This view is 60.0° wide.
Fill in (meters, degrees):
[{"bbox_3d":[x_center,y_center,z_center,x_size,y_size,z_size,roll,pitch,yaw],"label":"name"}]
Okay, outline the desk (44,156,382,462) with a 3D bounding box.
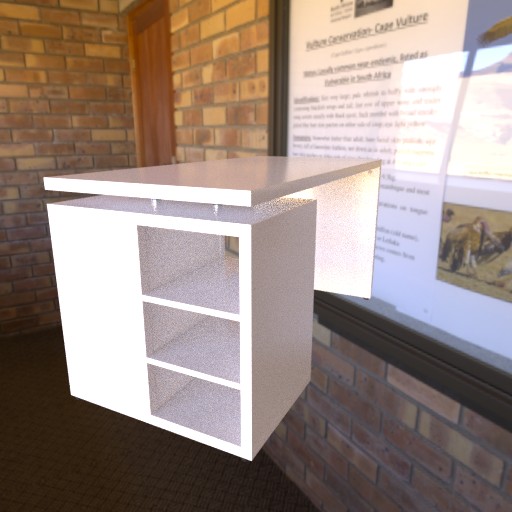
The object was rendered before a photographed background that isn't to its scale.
[{"bbox_3d":[0.000,0.000,1.854,0.690,0.740,1.400,8,17,26],"label":"desk"}]
